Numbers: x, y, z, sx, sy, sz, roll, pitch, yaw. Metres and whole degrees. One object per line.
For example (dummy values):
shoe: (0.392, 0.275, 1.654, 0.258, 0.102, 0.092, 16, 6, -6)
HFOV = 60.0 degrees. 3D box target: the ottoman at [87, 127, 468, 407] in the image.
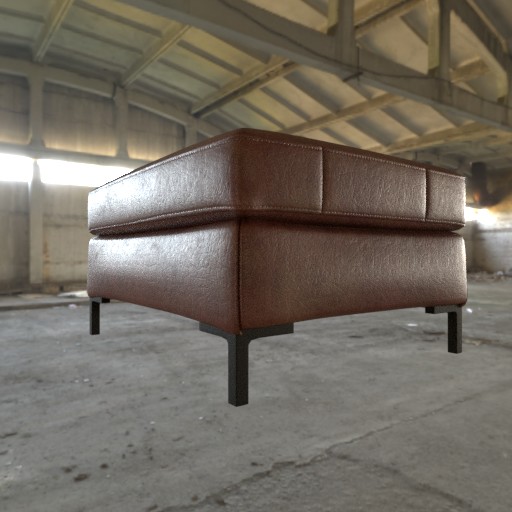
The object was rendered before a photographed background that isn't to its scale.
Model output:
ottoman: (0.000, 0.000, 1.710, 0.965, 0.667, 1.186, 0, 0, -36)
